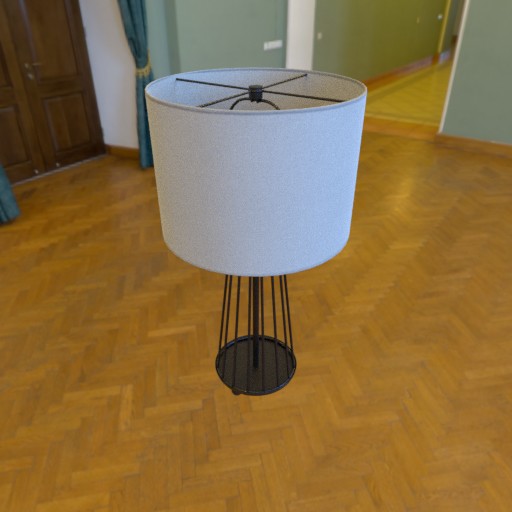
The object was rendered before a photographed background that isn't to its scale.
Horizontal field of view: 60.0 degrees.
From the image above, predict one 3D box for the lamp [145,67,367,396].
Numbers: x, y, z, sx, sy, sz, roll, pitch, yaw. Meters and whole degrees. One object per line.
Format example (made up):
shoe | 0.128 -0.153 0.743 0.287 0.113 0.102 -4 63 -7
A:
lamp | 0.000 0.000 0.809 0.322 0.593 0.322 19 36 28
